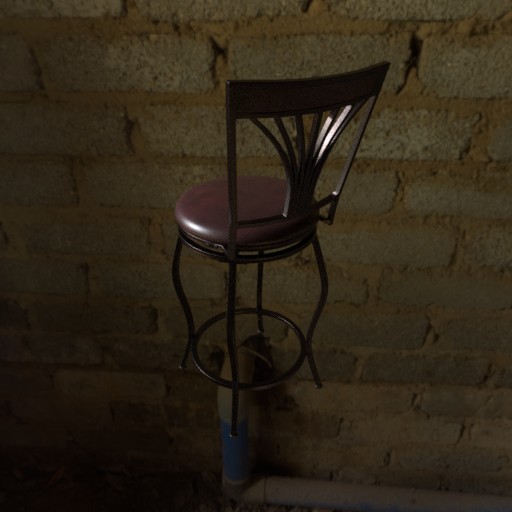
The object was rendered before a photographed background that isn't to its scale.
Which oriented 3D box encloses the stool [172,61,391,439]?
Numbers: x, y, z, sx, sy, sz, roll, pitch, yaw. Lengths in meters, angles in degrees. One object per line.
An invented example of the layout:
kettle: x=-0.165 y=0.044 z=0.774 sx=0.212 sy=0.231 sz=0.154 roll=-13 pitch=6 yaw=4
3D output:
stool: x=0.000 y=0.000 z=1.355 sx=0.433 sy=1.117 sz=0.514 roll=-20 pitch=37 yaw=-29
